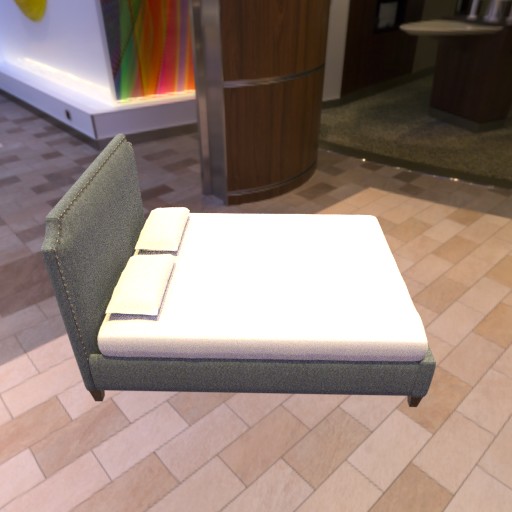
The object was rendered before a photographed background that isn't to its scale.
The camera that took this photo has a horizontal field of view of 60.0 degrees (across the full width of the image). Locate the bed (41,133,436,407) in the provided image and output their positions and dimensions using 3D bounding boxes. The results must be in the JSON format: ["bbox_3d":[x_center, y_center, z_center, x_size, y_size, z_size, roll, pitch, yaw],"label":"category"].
[{"bbox_3d":[0.000,0.000,3.415,2.372,1.443,1.712,1,34,1],"label":"bed"}]
